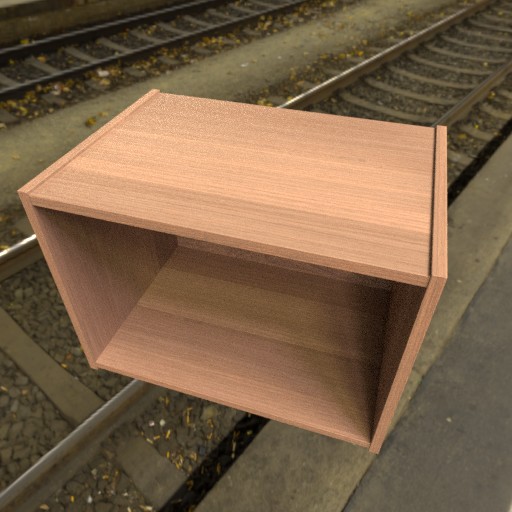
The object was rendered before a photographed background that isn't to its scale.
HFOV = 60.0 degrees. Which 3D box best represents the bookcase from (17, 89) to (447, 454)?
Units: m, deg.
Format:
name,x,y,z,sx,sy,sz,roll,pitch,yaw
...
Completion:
name,x,y,z,sx,sy,sz,roll,pitch,yaw
bookcase,0.000,0.000,0.605,0.415,0.305,0.290,12,43,13
